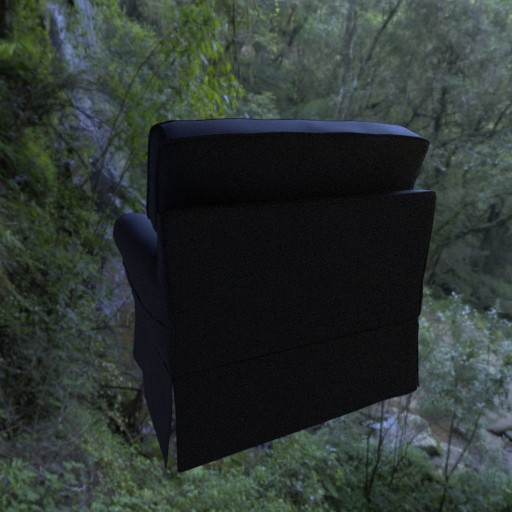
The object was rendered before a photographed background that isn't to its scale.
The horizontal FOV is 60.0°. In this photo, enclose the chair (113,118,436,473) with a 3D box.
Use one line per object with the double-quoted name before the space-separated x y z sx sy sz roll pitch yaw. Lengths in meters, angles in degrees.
"chair" 0.000 0.000 1.943 1.119 1.140 1.002 -8 18 -25
